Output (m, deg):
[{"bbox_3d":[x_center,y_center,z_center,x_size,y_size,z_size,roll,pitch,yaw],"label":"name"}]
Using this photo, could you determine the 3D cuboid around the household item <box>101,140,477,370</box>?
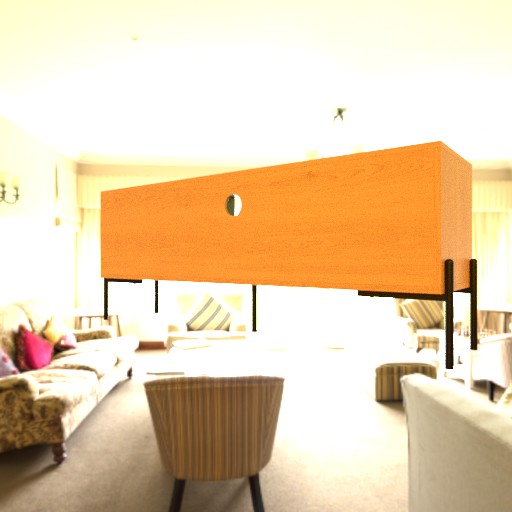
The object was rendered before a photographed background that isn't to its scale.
[{"bbox_3d":[0.000,0.000,1.765,1.550,0.600,0.400,0,0,37],"label":"household item"}]
